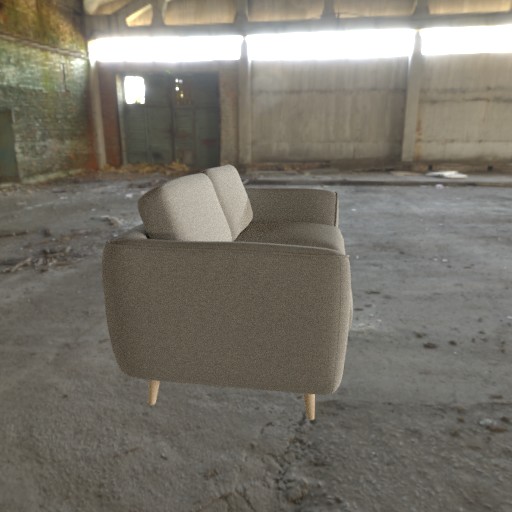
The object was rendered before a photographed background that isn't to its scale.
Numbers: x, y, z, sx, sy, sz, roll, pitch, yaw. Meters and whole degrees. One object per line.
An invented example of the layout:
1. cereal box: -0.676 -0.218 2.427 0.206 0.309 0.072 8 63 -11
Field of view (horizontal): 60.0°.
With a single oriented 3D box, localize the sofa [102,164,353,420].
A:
1. sofa: 0.000 0.000 2.259 0.920 0.850 1.700 2 16 8
